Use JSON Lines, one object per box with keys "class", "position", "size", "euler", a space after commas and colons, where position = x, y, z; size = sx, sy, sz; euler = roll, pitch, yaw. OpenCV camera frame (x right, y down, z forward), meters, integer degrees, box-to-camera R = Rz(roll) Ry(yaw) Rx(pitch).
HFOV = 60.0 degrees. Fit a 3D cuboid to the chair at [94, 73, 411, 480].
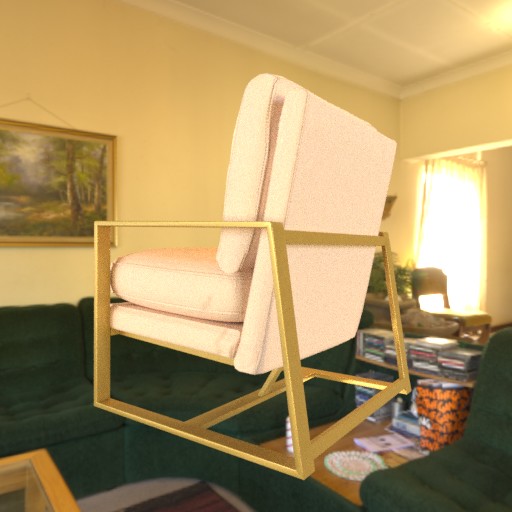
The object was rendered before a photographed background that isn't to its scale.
{"class": "chair", "position": [0.000, 0.000, 1.497], "size": [0.813, 0.956, 0.758], "euler": [1, 1, 36]}
